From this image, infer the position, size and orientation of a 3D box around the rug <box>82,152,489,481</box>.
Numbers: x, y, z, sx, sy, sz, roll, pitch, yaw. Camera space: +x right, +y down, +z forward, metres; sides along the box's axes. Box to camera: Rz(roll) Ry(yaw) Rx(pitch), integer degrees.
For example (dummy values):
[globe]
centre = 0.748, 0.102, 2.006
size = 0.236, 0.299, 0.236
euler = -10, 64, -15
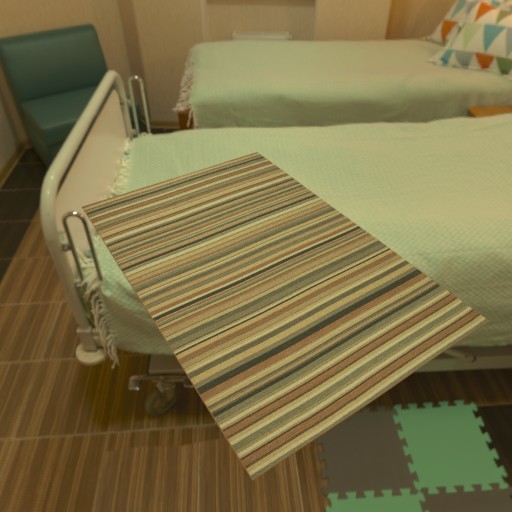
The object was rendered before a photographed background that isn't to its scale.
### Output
[rug]
centre = 0.000, 0.000, 2.241
size = 1.219, 0.008, 1.829
euler = -23, 46, -24
